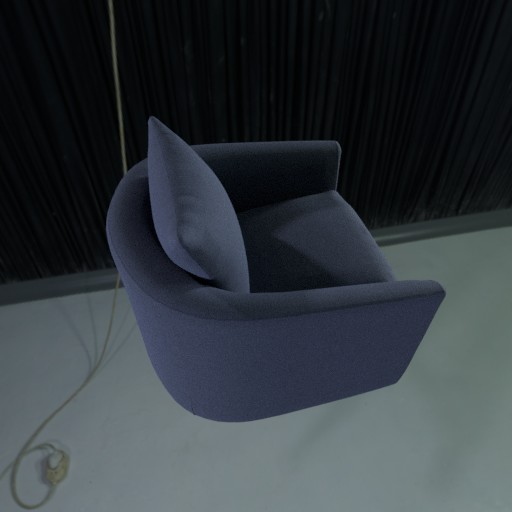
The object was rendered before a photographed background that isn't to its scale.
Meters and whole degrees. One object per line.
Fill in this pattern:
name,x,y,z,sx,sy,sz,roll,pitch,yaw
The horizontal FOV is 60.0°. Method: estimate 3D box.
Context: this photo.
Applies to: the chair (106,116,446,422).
chair,0.000,0.000,1.547,0.910,0.848,0.845,-11,47,-10
